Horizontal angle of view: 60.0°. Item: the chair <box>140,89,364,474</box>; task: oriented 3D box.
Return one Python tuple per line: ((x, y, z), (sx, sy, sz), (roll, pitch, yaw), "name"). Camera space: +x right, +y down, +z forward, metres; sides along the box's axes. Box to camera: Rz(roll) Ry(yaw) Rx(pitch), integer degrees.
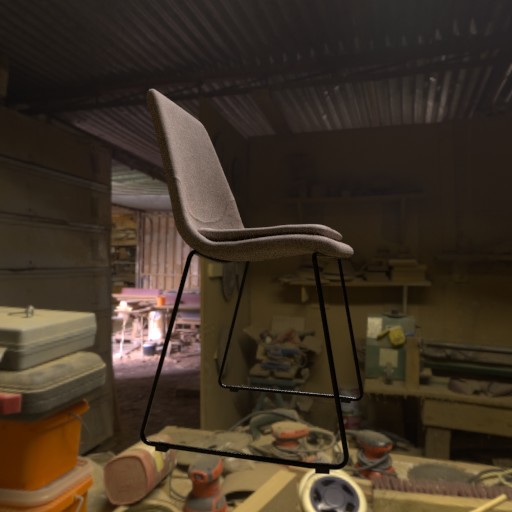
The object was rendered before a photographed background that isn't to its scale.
((0.000, 0.000, 1.157), (0.518, 0.858, 0.479), (0, -1, 17), "chair")
